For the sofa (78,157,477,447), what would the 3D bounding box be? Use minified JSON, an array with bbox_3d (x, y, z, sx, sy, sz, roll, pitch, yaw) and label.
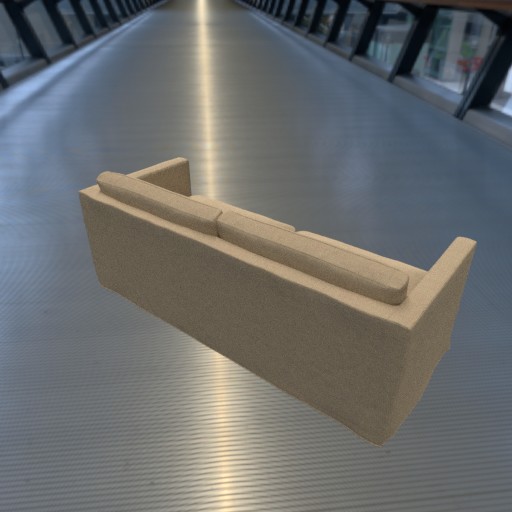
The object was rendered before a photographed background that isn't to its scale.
[{"bbox_3d":[0.000,0.000,2.784,2.312,0.853,0.962,22,37,32],"label":"sofa"}]
